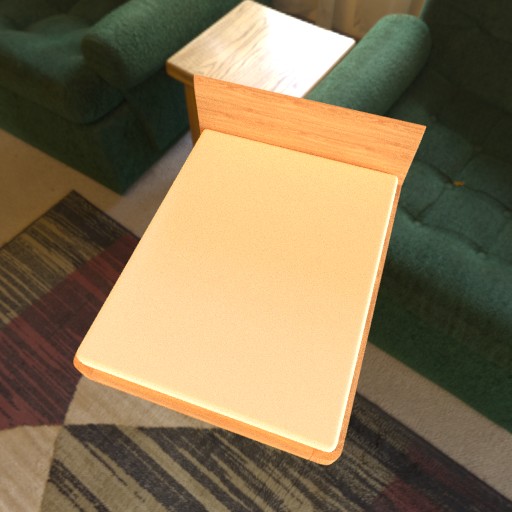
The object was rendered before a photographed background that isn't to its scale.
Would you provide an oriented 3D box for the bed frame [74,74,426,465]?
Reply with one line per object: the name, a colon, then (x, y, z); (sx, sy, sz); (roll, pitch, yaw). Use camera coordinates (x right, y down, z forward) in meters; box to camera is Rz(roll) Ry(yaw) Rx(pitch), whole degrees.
bed frame: (0.000, 0.000, 2.954); (1.660, 0.940, 2.092); (16, 60, 10)
